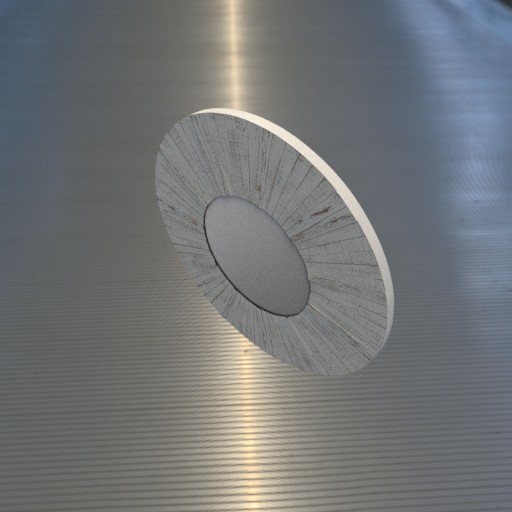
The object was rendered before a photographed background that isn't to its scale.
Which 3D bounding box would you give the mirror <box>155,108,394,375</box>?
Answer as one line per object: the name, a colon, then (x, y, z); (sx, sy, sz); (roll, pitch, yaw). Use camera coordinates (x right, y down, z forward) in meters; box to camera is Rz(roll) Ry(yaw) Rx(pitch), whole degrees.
mirror: (0.000, 0.000, 1.380); (0.914, 0.914, 0.038); (32, 53, 28)
